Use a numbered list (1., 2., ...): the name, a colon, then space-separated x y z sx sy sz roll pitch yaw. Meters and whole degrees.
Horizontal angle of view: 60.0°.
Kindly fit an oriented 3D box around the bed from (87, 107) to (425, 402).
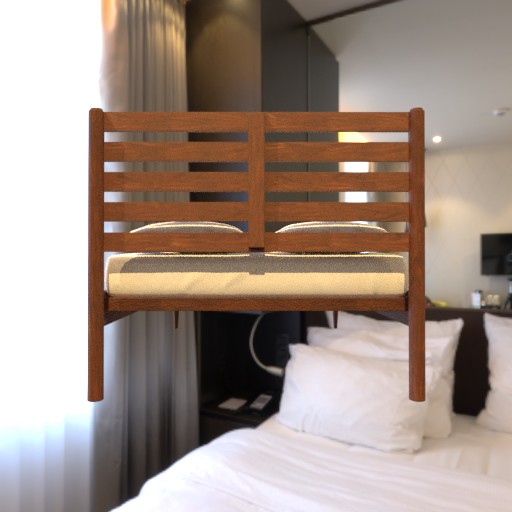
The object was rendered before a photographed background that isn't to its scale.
1. bed: 0.000 0.000 3.000 1.509 1.304 2.093 0 0 0
